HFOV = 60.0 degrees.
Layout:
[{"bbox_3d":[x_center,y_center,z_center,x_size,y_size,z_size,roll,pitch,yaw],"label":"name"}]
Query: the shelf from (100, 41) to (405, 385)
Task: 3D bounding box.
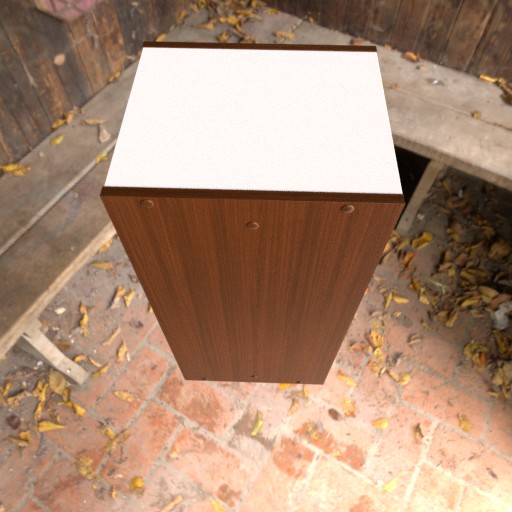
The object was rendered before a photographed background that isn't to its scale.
[{"bbox_3d":[0.000,0.000,0.740,0.290,0.600,0.253,2,58,1],"label":"shelf"}]
